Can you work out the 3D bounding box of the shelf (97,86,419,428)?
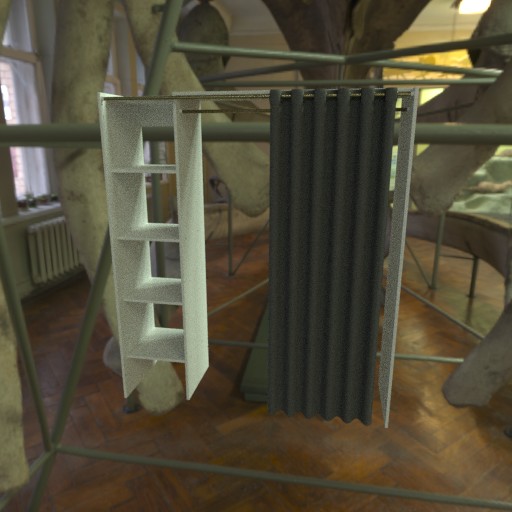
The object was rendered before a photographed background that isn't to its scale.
[{"bbox_3d":[0.000,0.000,2.619,1.600,1.810,0.500,3,16,10],"label":"shelf"}]
